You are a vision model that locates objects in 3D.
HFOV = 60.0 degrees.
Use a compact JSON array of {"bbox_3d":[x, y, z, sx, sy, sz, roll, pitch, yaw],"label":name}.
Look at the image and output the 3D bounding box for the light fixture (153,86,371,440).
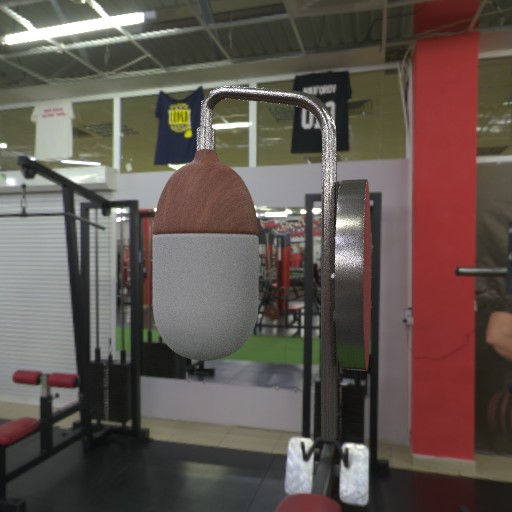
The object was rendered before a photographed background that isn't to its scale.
[{"bbox_3d":[0.000,0.000,0.441,0.216,0.343,0.108,0,0,18],"label":"light fixture"}]
